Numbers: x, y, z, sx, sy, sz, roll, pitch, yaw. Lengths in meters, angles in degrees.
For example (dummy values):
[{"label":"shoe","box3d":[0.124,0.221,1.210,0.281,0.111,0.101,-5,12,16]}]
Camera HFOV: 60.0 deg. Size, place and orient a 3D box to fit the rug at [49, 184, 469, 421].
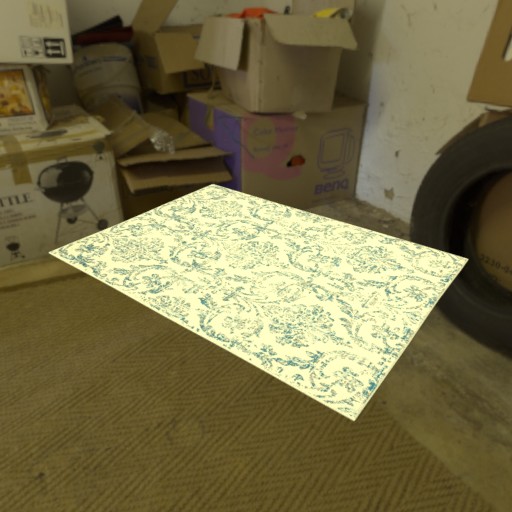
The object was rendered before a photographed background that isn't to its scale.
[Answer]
[{"label":"rug","box3d":[0.000,0.000,2.856,2.197,0.014,1.586,21,36,32]}]
